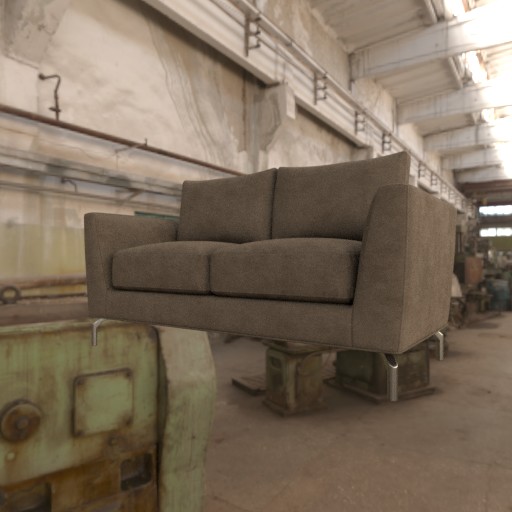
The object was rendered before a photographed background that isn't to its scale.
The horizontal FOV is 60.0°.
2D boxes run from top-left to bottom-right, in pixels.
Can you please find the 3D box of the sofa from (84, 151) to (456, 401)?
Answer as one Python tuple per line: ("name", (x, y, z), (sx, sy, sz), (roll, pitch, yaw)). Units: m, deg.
("sofa", (0.000, 0.000, 2.347), (1.832, 1.013, 0.855), (0, 0, 35))
